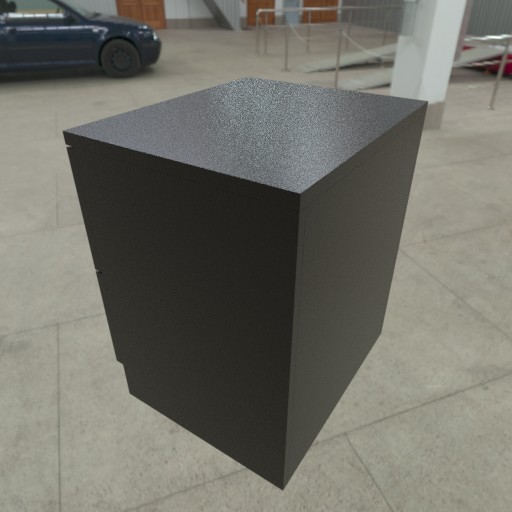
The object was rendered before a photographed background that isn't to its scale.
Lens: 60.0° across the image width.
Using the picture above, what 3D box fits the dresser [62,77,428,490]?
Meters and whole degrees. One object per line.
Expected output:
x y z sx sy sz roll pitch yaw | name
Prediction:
0.000 0.000 0.740 0.360 0.470 0.400 20 38 28 | dresser
